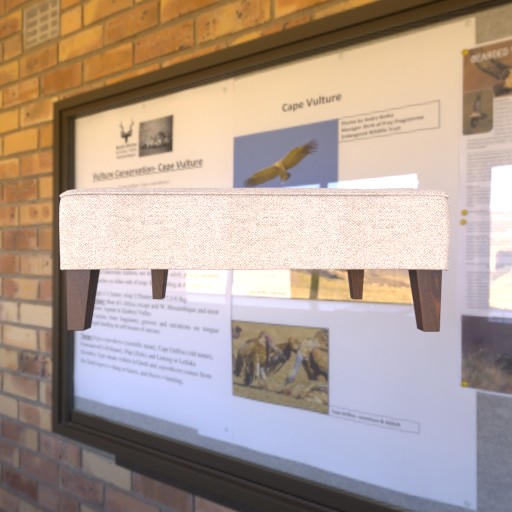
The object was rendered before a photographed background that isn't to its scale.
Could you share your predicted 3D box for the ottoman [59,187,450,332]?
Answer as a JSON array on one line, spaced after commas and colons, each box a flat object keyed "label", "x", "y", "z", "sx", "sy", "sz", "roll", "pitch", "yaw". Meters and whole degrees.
[{"label": "ottoman", "x": 0.000, "y": 0.000, "z": 1.569, "sx": 0.982, "sy": 0.381, "sz": 0.973, "roll": 0, "pitch": 0, "yaw": 1}]
